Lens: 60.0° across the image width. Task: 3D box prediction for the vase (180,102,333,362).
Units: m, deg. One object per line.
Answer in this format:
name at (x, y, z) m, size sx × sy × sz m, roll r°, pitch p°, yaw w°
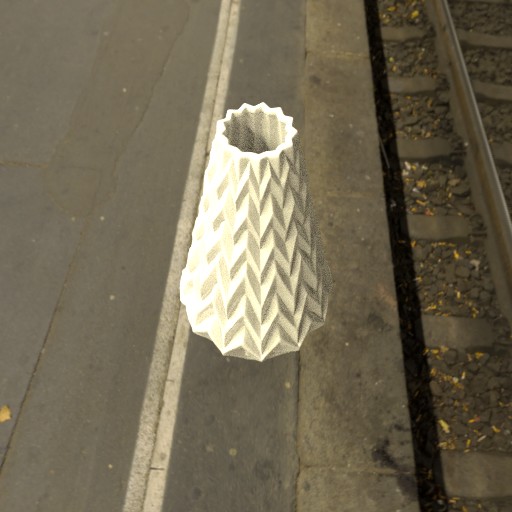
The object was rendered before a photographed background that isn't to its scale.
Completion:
vase at (0.000, 0.000, 0.436) m, size 0.167 × 0.328 × 0.167 m, roll 0°, pitch 59°, yaw 0°
